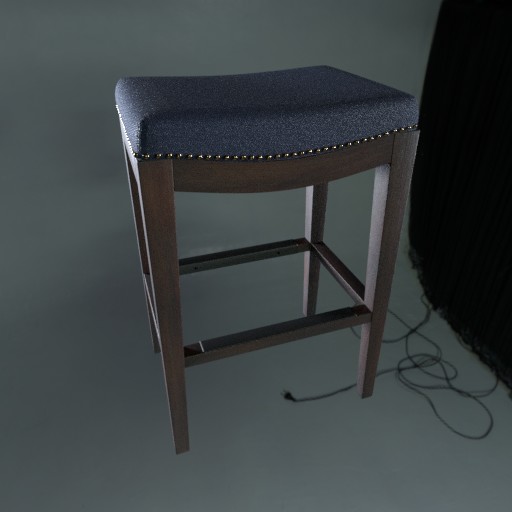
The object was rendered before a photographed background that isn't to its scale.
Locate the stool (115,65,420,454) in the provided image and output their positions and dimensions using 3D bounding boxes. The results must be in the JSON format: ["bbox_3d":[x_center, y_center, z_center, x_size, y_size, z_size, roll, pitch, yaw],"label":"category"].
[{"bbox_3d":[0.000,0.000,1.000,0.498,0.740,0.358,-10,34,-16],"label":"stool"}]
